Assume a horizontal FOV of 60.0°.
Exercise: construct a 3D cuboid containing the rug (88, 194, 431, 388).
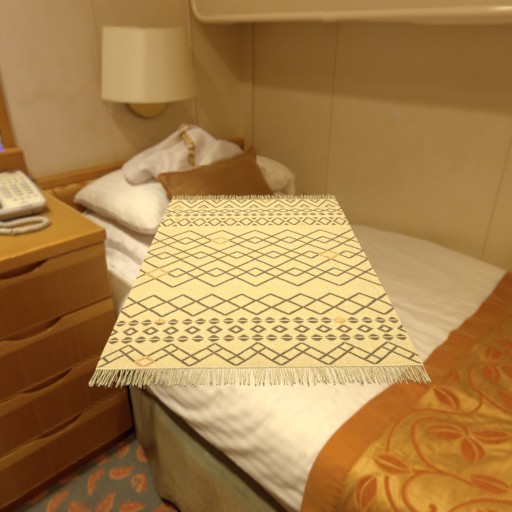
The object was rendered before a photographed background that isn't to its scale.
[{"bbox_3d":[0.000,0.000,3.005,1.495,0.035,2.472,0,27,-1],"label":"rug"}]
